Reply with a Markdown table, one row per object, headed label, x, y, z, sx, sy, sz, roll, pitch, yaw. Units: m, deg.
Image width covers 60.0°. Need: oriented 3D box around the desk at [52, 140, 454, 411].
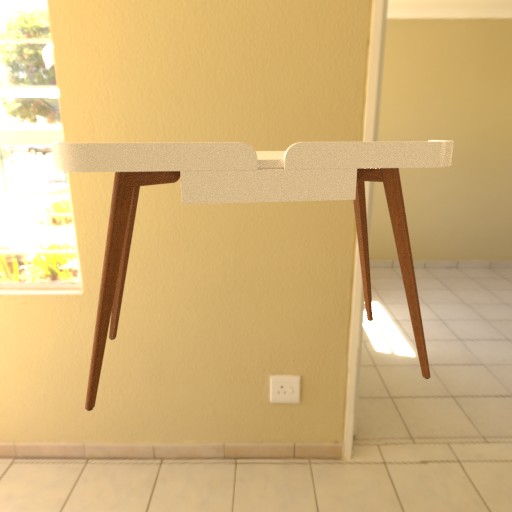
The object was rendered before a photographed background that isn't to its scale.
| label | x | y | z | sx | sy | sz | roll | pitch | yaw |
| --- | --- | --- | --- | --- | --- | --- | --- | --- | --- |
| desk | 0.000 | 0.000 | 1.595 | 1.206 | 0.807 | 0.534 | -3 | 16 | -9 |
